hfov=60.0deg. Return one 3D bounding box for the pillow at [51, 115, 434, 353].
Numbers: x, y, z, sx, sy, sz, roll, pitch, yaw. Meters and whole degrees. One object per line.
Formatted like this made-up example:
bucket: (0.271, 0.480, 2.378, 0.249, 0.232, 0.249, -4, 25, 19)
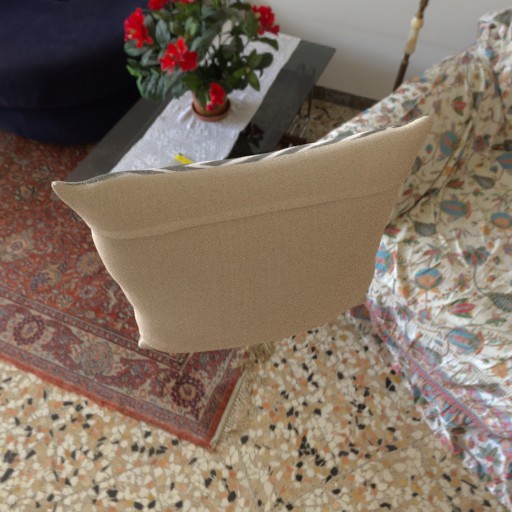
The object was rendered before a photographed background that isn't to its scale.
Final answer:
pillow: (0.000, 0.000, 0.663, 0.440, 0.441, 0.182, -11, 57, -7)
